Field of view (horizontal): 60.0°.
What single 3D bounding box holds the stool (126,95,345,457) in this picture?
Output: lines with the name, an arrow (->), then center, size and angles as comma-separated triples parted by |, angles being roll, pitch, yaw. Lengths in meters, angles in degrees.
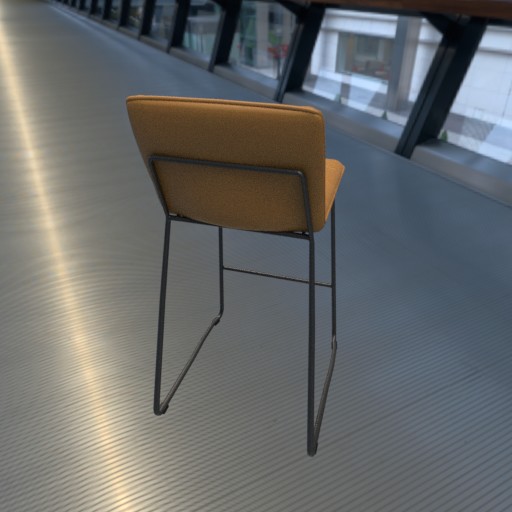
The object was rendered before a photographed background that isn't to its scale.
stool -> 0.000, 0.000, 1.236 | 0.489, 0.936, 0.524 | 9, 32, 14
